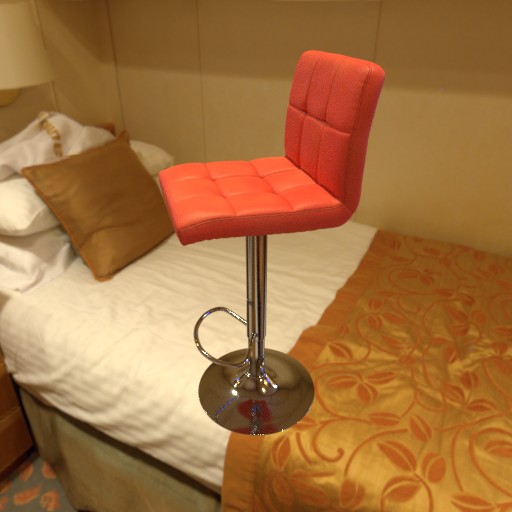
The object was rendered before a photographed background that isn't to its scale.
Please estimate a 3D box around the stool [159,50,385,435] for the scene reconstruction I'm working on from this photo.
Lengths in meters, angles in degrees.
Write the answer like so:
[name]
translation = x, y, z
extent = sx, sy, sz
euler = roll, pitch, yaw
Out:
[stool]
translation = 0.000, 0.000, 1.357
extent = 0.505, 1.115, 0.430
euler = -8, 30, -15
